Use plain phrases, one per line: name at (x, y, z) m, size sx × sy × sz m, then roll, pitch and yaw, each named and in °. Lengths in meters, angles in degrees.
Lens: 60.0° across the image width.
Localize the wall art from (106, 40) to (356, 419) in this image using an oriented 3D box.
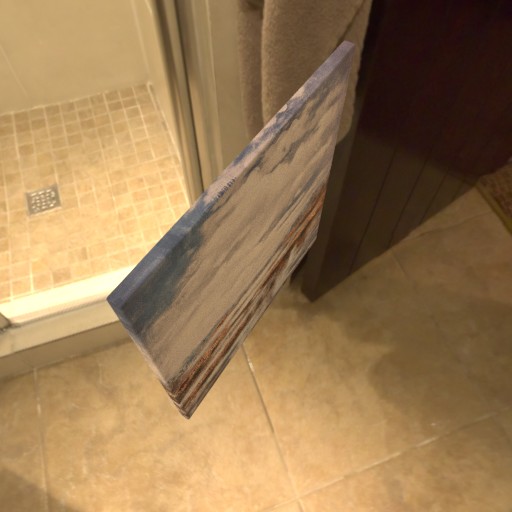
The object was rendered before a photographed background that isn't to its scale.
wall art at (0.000, 0.000, 1.328) m, size 0.035 × 0.897 × 0.888 m, roll 29°, pitch 63°, yaw 17°
